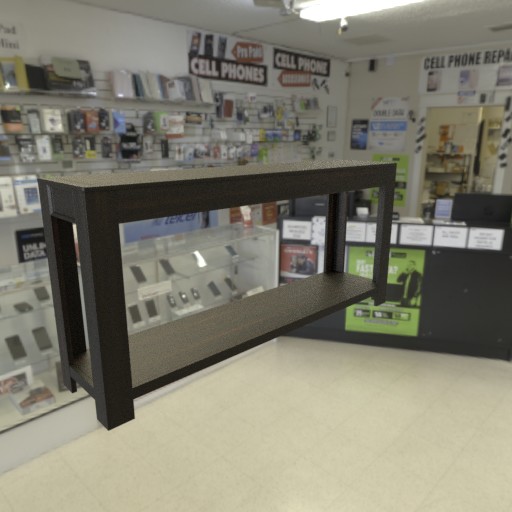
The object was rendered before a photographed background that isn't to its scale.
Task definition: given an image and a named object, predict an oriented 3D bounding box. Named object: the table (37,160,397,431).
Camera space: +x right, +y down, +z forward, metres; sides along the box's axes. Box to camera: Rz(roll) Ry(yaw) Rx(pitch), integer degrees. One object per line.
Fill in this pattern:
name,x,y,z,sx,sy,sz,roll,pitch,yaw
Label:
table,0.000,0.000,1.962,1.631,0.762,0.384,-14,20,-41
